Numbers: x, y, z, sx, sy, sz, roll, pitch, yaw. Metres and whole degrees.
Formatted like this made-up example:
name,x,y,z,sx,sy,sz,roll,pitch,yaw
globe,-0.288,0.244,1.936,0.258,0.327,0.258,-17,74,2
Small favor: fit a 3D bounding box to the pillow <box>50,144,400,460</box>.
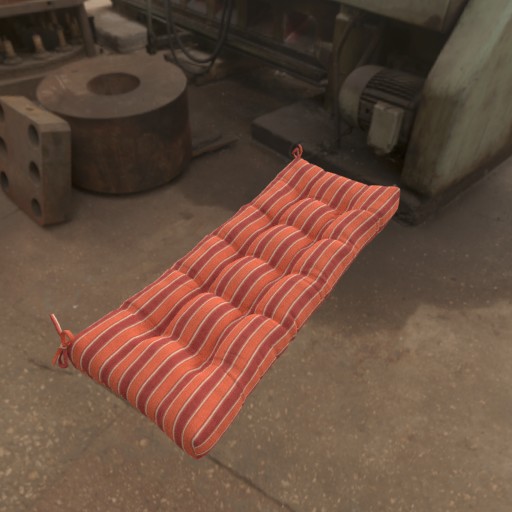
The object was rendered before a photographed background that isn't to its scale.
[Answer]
name,x,y,z,sx,sy,sz,roll,pitch,yaw
pillow,0.000,0.000,1.358,0.511,0.174,1.194,25,48,25
